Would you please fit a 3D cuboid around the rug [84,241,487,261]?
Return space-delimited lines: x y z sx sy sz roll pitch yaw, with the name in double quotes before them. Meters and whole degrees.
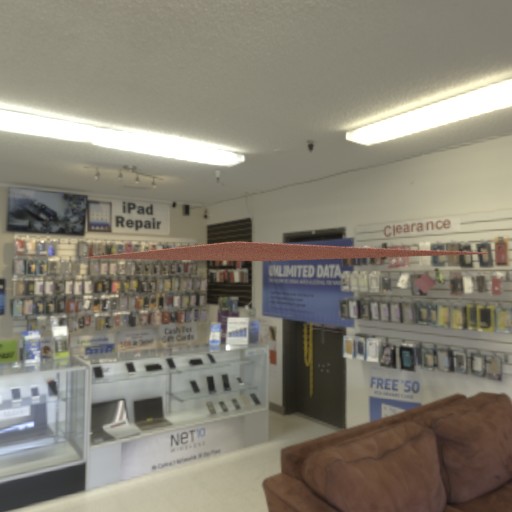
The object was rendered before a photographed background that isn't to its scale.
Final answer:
"rug" 0.000 0.000 2.791 1.594 0.009 2.112 1 -2 -34
